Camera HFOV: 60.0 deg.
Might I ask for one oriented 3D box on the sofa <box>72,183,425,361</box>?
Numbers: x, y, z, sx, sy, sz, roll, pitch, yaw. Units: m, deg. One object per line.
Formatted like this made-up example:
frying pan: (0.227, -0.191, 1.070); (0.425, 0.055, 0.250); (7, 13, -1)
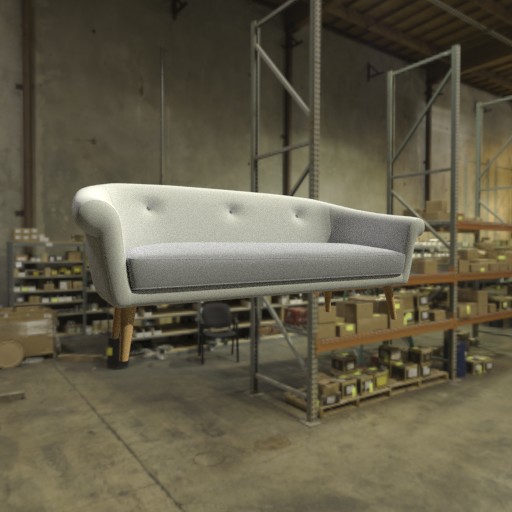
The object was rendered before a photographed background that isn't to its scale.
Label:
sofa: (0.000, 0.000, 2.578); (2.160, 0.795, 0.827); (-1, 2, -35)
